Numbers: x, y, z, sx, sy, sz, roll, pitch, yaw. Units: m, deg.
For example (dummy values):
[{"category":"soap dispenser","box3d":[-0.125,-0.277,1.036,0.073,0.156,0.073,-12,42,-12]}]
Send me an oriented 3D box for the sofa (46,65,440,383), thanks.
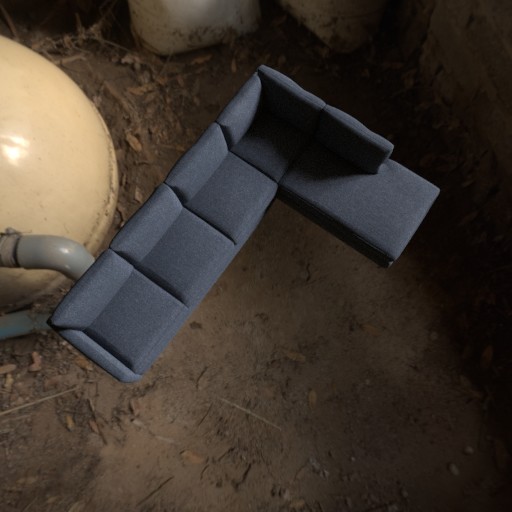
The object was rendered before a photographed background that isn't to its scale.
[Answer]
[{"category":"sofa","box3d":[0.000,0.000,3.806,2.007,0.815,2.949,35,78,9]}]
